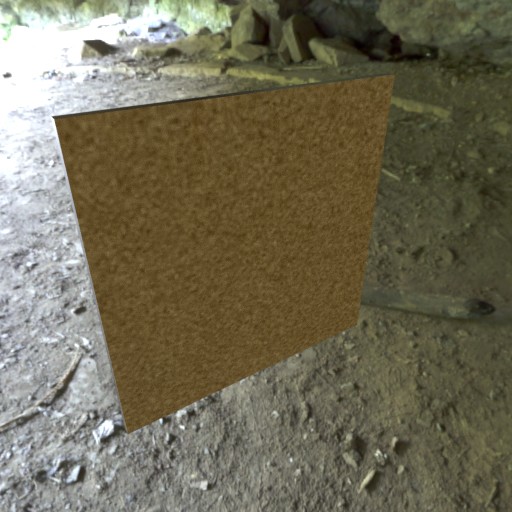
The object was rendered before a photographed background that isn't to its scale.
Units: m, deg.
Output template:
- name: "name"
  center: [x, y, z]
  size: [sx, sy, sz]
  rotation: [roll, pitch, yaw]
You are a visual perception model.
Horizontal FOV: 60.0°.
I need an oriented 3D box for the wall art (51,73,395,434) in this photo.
- name: "wall art"
  center: [0.000, 0.000, 0.627]
  size: [0.446, 0.445, 0.014]
  rotation: [-18, 36, -28]
